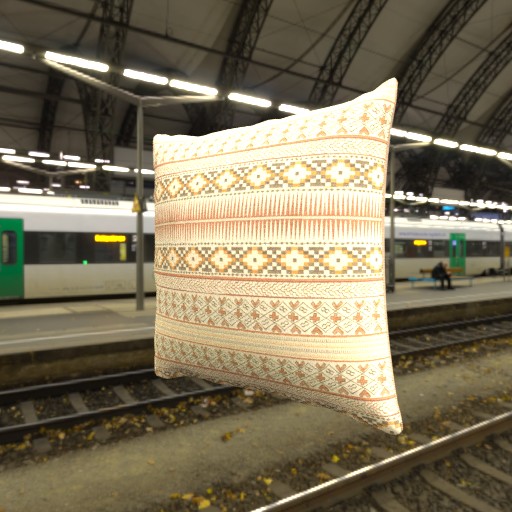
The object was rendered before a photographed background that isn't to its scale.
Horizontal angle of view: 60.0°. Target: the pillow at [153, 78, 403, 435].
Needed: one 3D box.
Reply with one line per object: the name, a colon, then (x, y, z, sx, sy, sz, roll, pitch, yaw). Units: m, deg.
pillow: (0.000, 0.000, 0.791, 0.521, 0.519, 0.215, 0, 1, 36)
